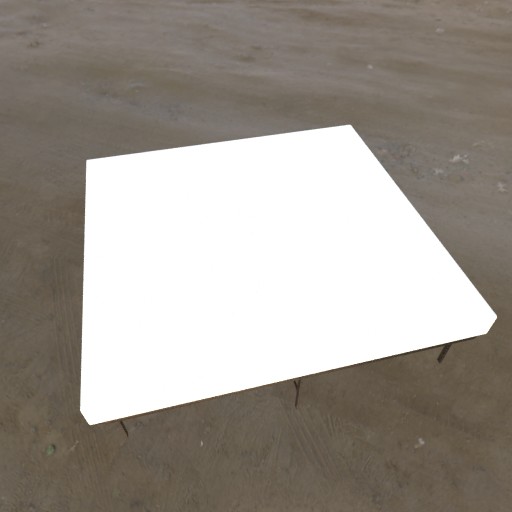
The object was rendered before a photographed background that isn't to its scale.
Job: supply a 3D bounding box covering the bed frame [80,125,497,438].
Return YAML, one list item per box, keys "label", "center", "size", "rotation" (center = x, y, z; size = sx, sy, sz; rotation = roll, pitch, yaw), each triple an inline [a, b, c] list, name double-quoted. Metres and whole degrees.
- label: "bed frame"
  center: [0.000, 0.000, 2.911]
  size: [2.032, 0.559, 1.930]
  rotation: [-10, 47, -10]
